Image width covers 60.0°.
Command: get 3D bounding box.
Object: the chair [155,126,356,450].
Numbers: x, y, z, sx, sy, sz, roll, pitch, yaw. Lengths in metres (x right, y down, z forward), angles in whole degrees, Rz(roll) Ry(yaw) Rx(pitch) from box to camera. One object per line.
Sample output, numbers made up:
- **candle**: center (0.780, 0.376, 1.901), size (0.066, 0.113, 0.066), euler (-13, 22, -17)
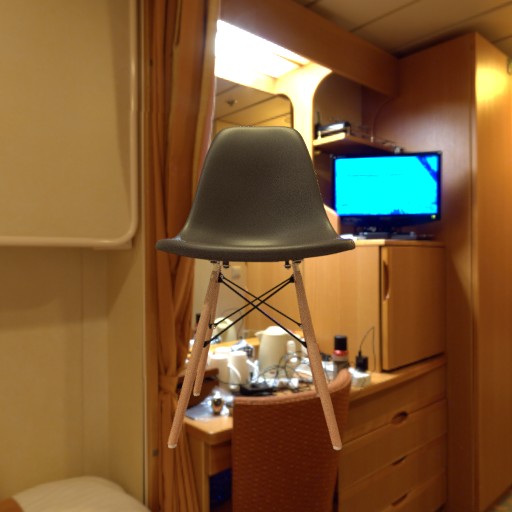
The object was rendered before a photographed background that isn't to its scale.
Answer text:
- **chair**: center (0.000, 0.000, 1.150), size (0.470, 0.825, 0.533), euler (0, 0, 1)
